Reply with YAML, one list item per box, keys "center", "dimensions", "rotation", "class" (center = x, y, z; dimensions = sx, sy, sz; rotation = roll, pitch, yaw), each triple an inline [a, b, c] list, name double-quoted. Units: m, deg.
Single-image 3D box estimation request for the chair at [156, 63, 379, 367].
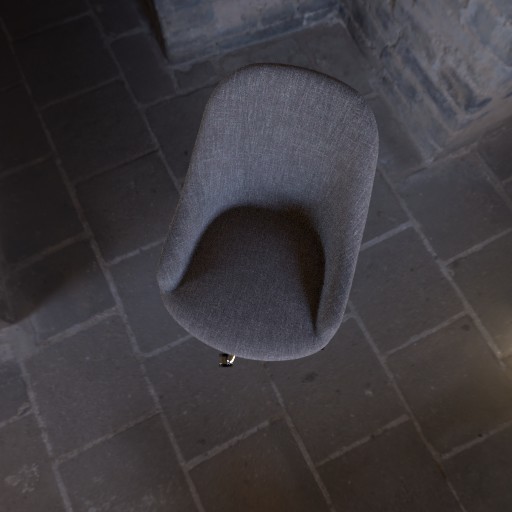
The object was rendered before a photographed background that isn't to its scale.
- center: [0.000, 0.000, 1.415]
  dimensions: [0.671, 0.950, 0.712]
  rotation: [16, 75, 5]
  class: "chair"
